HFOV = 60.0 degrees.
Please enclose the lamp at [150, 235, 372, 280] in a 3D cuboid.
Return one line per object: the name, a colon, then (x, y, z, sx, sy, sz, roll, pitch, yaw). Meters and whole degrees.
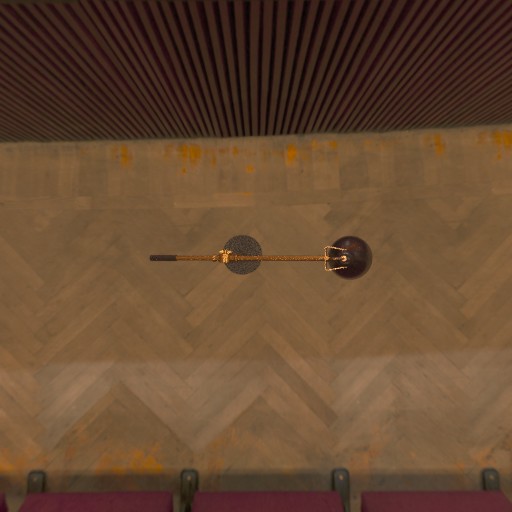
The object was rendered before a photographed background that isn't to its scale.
lamp: (0.000, 0.000, 1.839, 0.618, 1.628, 0.235, 0, 91, 0)
